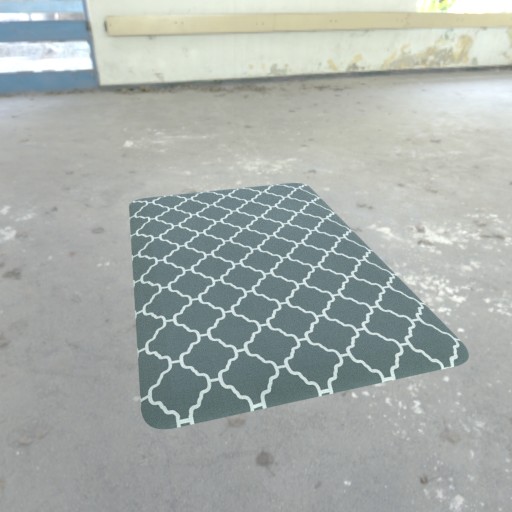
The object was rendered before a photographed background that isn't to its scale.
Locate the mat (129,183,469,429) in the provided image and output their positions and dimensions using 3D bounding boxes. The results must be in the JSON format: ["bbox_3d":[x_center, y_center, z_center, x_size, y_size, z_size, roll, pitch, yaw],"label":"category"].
[{"bbox_3d":[0.000,0.000,0.937,0.508,0.021,0.762,-8,32,-13],"label":"mat"}]
